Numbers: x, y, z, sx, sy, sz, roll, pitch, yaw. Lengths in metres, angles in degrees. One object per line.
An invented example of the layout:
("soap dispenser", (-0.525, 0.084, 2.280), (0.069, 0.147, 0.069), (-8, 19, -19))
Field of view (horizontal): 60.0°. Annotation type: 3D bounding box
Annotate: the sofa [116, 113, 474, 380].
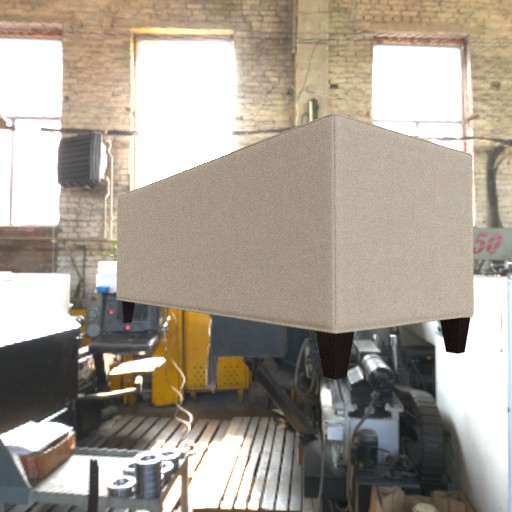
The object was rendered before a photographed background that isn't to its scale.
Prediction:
("sofa", (0.000, 0.000, 2.176), (0.775, 0.762, 1.778), (1, -2, -37))
